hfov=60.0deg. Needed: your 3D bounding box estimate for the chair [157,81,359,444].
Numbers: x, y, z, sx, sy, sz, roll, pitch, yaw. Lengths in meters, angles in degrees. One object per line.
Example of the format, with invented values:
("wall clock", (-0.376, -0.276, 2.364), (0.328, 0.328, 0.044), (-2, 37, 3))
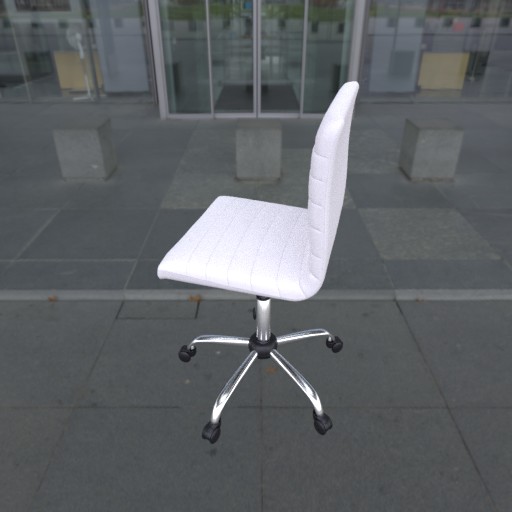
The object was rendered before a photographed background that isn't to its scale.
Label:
("chair", (0.000, 0.000, 1.048), (0.455, 0.750, 0.520), (8, 31, 13))
